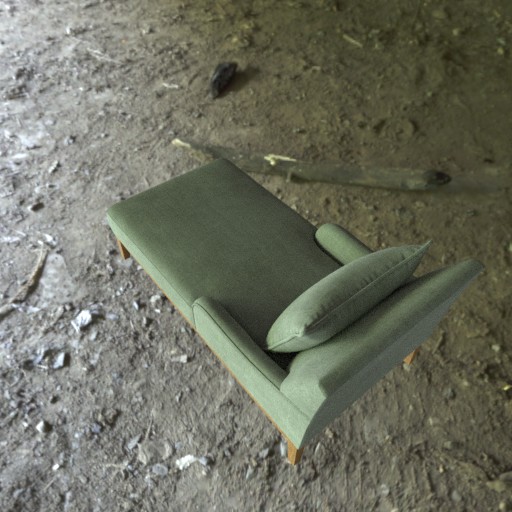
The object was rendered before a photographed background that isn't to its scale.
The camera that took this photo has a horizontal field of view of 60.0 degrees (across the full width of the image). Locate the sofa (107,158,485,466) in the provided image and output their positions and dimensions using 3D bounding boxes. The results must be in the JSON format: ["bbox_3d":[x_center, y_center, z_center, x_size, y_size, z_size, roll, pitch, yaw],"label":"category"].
[{"bbox_3d":[0.000,0.000,2.296,0.894,0.859,1.779,-30,53,-26],"label":"sofa"}]
